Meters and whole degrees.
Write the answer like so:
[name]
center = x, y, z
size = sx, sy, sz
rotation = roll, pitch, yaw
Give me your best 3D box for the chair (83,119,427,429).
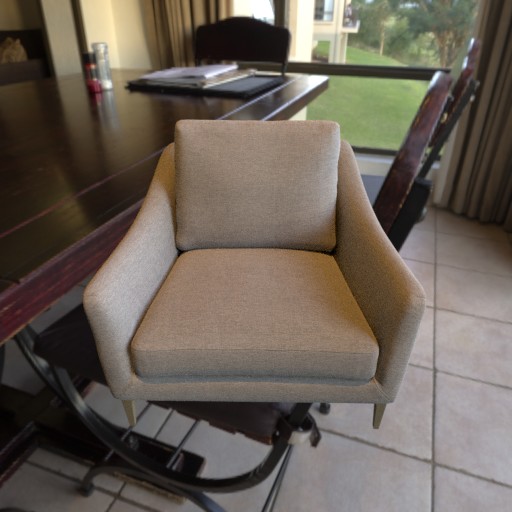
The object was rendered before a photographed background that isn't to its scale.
[chair]
center = 0.000, 0.000, 1.709
size = 0.986, 0.902, 0.961
rotation = 1, 30, 1
